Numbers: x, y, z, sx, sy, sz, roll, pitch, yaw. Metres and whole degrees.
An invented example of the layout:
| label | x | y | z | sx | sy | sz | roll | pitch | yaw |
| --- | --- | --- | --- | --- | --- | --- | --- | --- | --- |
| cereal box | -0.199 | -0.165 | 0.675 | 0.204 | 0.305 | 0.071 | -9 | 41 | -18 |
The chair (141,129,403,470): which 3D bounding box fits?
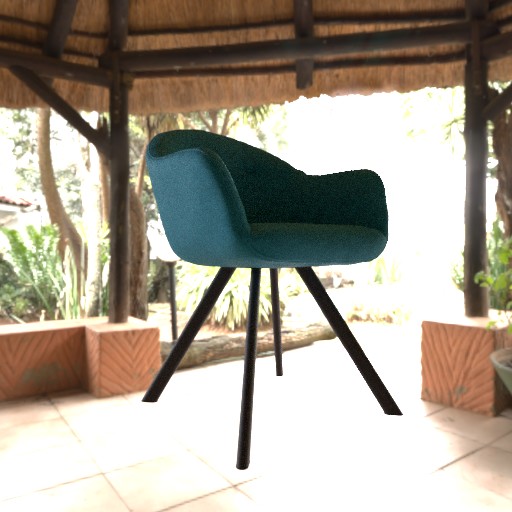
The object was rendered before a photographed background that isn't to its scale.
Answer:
| label | x | y | z | sx | sy | sz | roll | pitch | yaw |
| --- | --- | --- | --- | --- | --- | --- | --- | --- | --- |
| chair | 0.000 | 0.000 | 1.166 | 0.545 | 0.775 | 0.565 | 0 | 0 | -36 |
